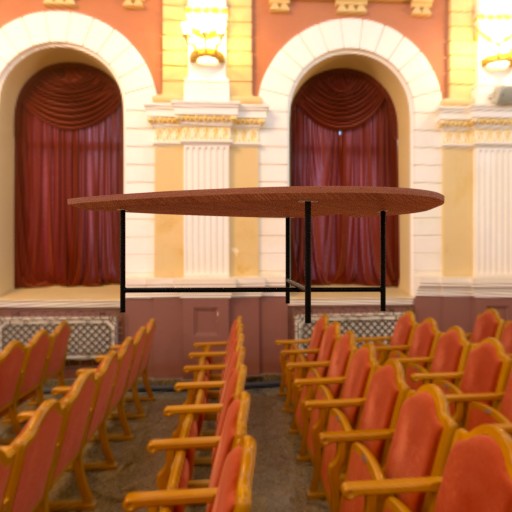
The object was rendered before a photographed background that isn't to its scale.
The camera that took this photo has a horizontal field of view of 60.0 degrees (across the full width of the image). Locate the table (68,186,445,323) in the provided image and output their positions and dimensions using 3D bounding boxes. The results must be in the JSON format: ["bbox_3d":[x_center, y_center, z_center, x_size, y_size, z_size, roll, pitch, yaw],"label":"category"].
[{"bbox_3d":[0.000,0.000,1.432,1.199,0.360,0.598,0,0,-2],"label":"table"}]
